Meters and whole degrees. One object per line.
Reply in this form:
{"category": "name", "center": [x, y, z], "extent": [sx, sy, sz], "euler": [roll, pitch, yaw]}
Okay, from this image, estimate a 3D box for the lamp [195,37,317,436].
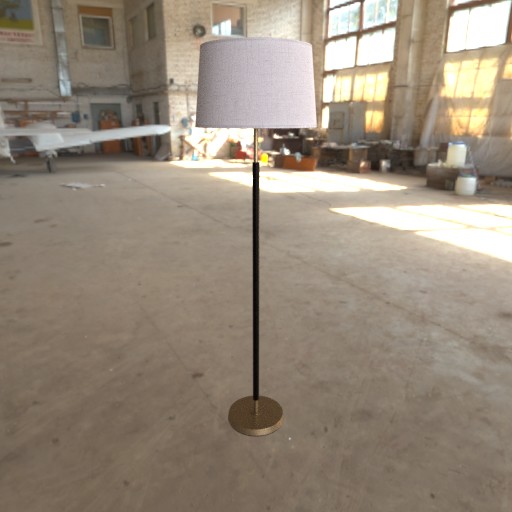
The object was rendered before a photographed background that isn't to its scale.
{"category": "lamp", "center": [0.000, 0.000, 1.680], "extent": [0.420, 1.447, 0.420], "euler": [0, 17, 0]}
